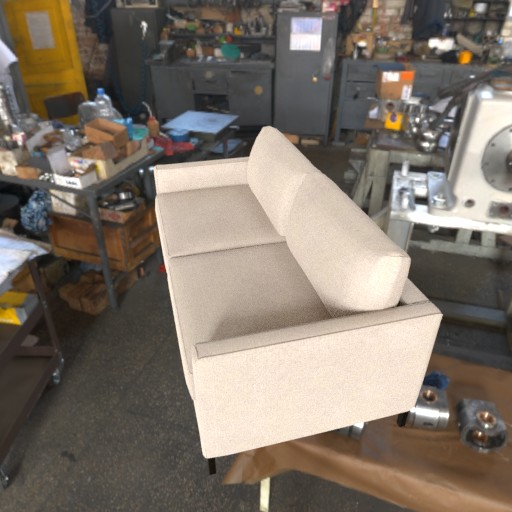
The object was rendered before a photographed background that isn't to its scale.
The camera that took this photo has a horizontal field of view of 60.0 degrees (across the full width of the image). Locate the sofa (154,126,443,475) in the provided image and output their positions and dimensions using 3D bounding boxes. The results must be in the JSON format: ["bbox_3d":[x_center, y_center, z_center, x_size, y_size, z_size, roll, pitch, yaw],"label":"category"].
[{"bbox_3d":[0.000,0.000,2.173,0.875,0.840,1.682,-8,33,-13],"label":"sofa"}]
